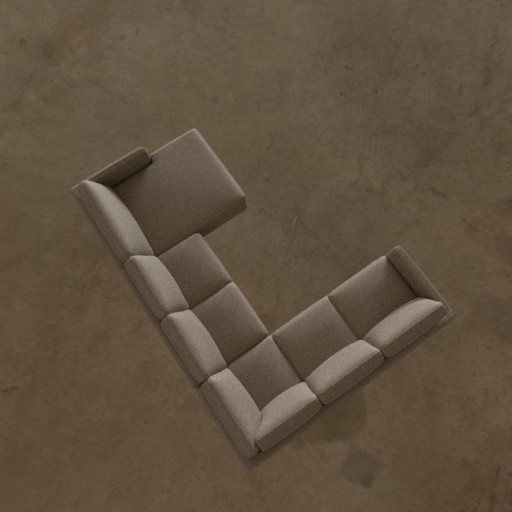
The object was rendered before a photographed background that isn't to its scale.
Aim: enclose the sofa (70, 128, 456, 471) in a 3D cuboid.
[{"bbox_3d":[0.000,0.000,4.782,2.551,0.889,3.403,-34,78,-8],"label":"sofa"}]
